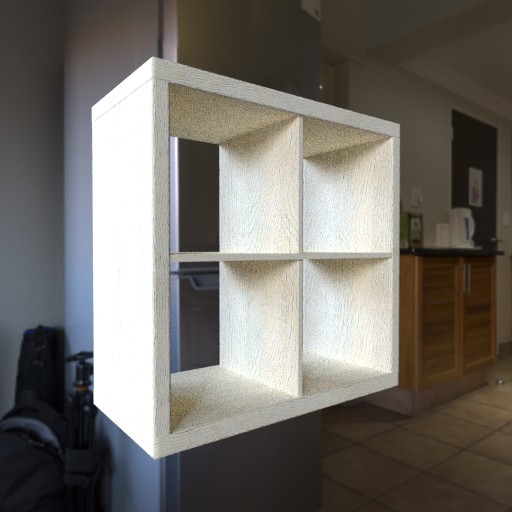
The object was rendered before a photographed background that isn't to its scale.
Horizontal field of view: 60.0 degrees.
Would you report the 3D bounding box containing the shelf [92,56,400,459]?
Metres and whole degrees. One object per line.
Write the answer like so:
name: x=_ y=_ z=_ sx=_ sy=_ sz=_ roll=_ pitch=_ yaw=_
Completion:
shelf: x=0.000 y=0.000 z=1.257 sx=0.790 sy=0.786 sz=0.390 roll=-1 pitch=1 yaw=-37
